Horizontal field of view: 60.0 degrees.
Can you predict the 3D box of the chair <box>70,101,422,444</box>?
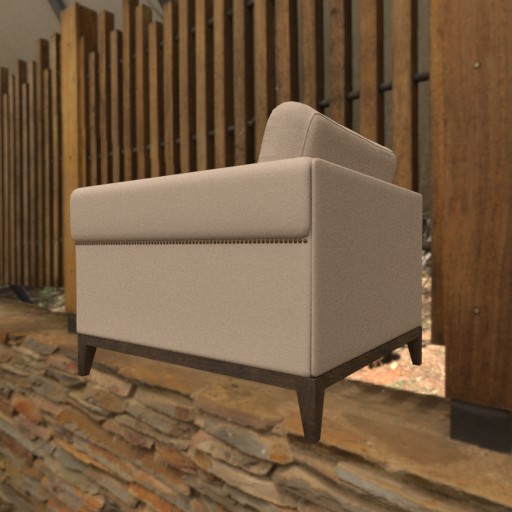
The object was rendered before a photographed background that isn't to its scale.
[{"bbox_3d":[0.000,0.000,1.636,0.959,0.838,0.914,1,1,36],"label":"chair"}]
